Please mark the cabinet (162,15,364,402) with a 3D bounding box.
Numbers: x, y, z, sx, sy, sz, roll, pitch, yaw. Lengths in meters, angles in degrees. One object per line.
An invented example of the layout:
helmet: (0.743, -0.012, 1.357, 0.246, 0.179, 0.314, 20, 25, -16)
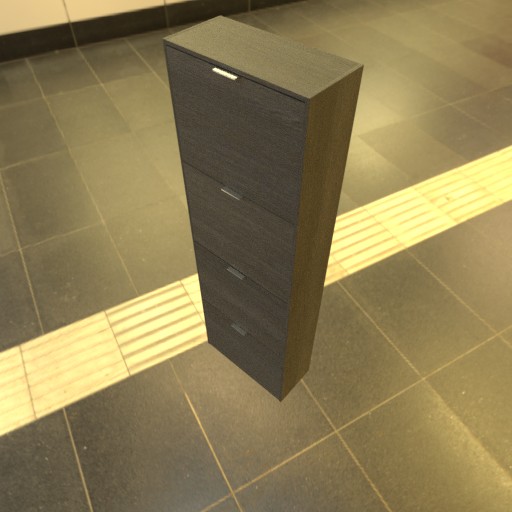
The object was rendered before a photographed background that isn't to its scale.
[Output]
cabinet: (0.000, 0.000, 1.798, 0.520, 1.630, 0.255, 33, 56, 26)
